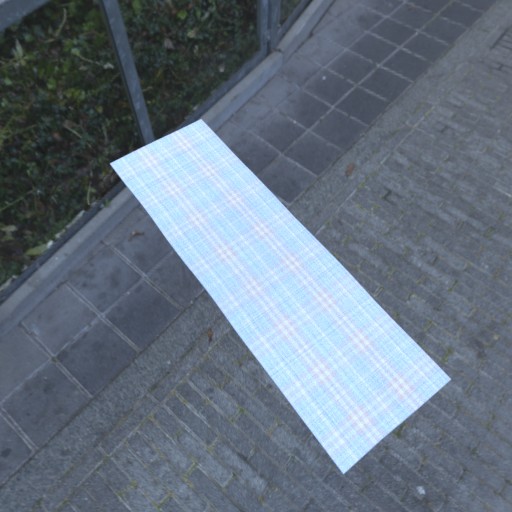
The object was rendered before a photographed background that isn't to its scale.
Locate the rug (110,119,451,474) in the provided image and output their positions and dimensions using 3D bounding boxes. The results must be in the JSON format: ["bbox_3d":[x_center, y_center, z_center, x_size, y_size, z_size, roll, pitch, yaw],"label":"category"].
[{"bbox_3d":[0.000,0.000,2.723,0.762,0.013,2.439,-32,64,-18],"label":"rug"}]
